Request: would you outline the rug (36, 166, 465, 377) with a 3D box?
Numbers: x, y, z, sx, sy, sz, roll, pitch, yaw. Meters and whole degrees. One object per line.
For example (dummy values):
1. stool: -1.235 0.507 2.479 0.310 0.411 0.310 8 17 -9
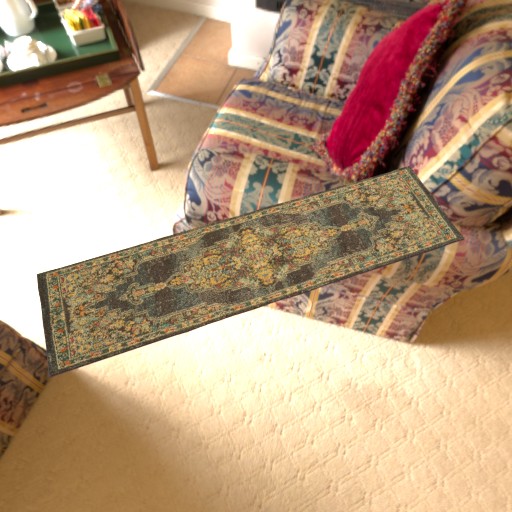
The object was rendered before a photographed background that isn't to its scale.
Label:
1. rug: 0.000 0.000 2.427 2.283 0.016 0.602 -17 59 -11
